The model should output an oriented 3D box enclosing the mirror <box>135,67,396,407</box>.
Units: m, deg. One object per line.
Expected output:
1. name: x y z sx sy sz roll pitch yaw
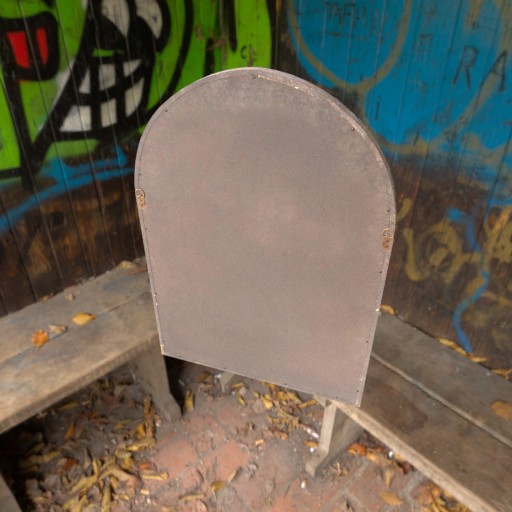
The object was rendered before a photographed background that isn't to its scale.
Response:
1. mirror: 0.000 0.000 1.161 0.660 0.920 0.032 11 35 16
